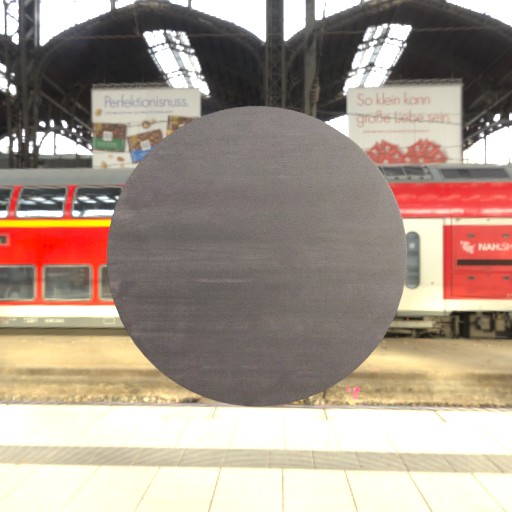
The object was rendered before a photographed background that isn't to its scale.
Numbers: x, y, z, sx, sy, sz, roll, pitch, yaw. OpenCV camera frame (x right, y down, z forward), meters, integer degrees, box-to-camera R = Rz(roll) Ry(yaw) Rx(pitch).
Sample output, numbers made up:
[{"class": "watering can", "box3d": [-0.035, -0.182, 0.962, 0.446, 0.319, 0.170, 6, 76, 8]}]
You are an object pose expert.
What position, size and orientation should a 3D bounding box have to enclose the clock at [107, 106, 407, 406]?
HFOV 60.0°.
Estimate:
[{"class": "clock", "box3d": [0.000, 0.000, 0.892, 0.595, 0.595, 0.029, 0, 0, 1]}]
